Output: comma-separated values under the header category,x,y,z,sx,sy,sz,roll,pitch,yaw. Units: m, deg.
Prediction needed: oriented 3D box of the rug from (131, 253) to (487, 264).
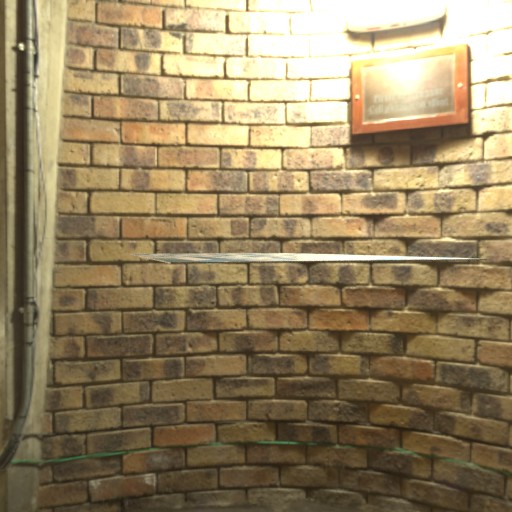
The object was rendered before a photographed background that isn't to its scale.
category,x,y,z,sx,sy,sz,roll,pitch,yaw
rug,0.000,0.000,2.998,1.507,0.007,2.433,0,1,-19
